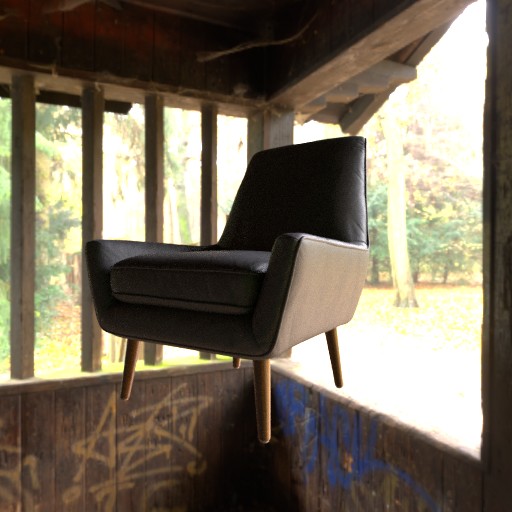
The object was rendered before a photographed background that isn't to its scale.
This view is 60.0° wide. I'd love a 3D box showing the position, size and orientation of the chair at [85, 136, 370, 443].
[{"bbox_3d":[0.000,0.000,1.481,0.787,0.888,0.822,0,0,36],"label":"chair"}]
